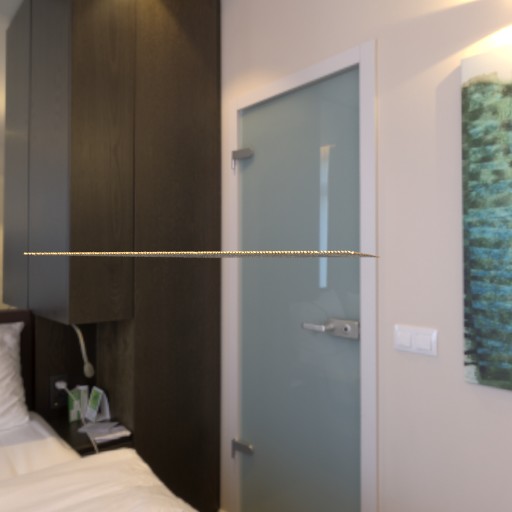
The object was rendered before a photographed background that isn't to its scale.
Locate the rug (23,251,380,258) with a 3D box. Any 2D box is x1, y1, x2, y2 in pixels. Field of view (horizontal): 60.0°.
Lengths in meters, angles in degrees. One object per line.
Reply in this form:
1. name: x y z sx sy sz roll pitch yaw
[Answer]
1. rug: 0.000 0.000 4.207 2.143 0.015 3.422 0 -1 18
